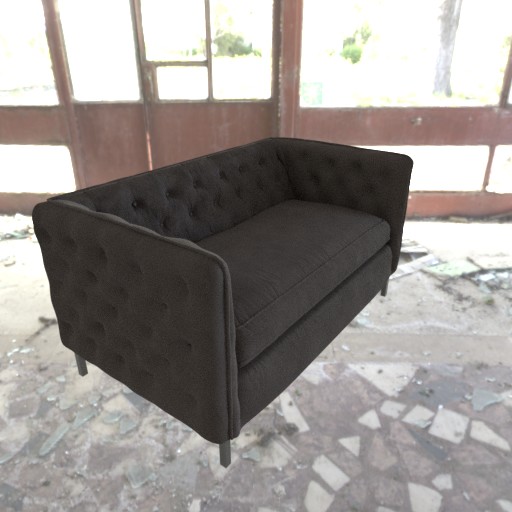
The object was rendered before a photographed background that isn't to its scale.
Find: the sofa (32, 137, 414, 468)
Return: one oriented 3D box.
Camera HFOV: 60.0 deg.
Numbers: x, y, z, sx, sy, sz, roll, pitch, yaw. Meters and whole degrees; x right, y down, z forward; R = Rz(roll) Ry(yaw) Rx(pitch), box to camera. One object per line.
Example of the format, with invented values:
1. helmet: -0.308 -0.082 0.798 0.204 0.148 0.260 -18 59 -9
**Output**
1. sofa: 0.000 0.000 2.075 0.909 0.810 1.583 18 31 32
